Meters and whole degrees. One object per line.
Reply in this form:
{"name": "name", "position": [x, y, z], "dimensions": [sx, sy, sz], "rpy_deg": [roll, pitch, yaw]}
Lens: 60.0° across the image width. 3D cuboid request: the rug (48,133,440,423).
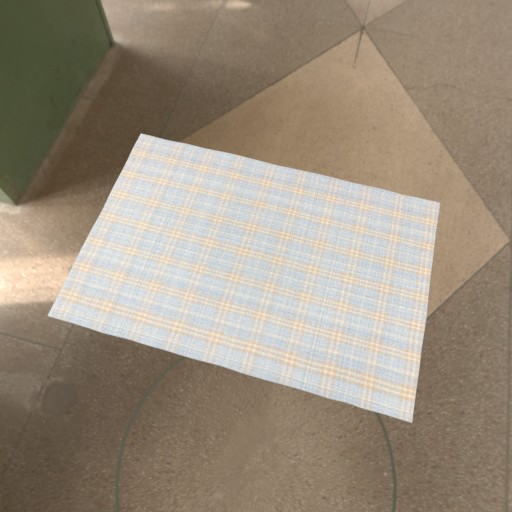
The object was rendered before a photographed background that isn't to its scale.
{"name": "rug", "position": [0.000, 0.000, 2.371], "dimensions": [1.835, 0.012, 1.231], "rpy_deg": [15, 65, 7]}
